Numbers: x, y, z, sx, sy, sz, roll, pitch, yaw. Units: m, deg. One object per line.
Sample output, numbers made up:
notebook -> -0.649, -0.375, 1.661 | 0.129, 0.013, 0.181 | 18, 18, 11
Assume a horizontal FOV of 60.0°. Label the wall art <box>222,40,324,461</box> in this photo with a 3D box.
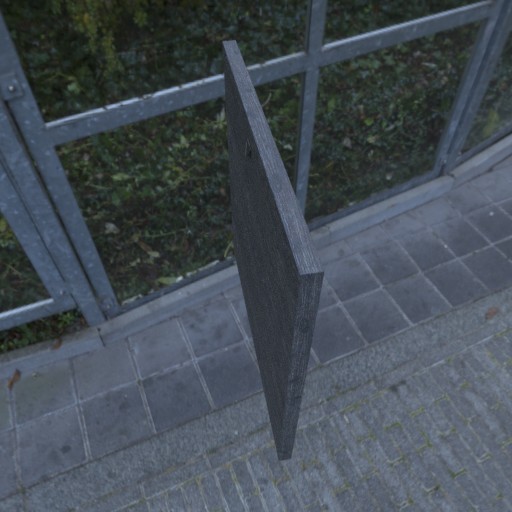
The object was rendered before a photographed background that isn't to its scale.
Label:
wall art -> 0.000, 0.000, 0.682 | 0.027, 0.459, 0.462 | -8, 48, -7
